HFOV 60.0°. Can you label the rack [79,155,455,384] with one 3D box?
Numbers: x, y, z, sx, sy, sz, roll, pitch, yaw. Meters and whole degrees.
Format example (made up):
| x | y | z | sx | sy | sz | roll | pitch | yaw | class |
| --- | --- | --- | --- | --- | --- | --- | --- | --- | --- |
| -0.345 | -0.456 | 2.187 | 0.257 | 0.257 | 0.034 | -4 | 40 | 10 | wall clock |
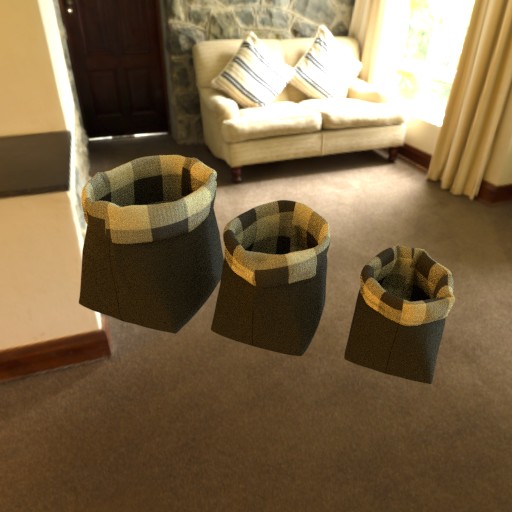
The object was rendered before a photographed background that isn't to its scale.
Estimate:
| x | y | z | sx | sy | sz | roll | pitch | yaw | class |
| --- | --- | --- | --- | --- | --- | --- | --- | --- | --- |
| 0.000 | 0.000 | 1.076 | 0.889 | 0.329 | 0.370 | 12 | 33 | 18 | rack |
